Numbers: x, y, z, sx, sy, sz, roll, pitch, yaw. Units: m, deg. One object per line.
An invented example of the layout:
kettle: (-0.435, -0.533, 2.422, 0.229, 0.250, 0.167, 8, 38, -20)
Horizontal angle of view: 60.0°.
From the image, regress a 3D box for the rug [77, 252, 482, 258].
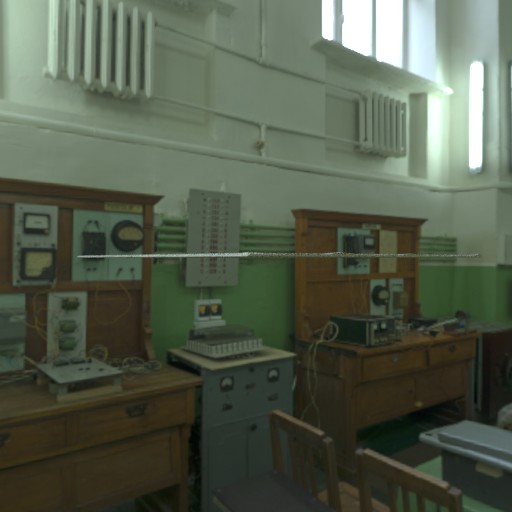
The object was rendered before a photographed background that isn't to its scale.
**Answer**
rug: (0.000, 0.000, 4.175, 2.429, 0.030, 3.052, 0, 0, -37)
